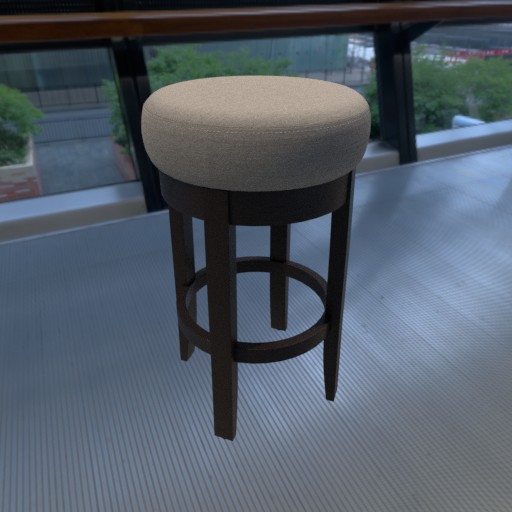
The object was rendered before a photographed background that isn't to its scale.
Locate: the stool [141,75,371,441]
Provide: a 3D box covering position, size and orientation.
[{"bbox_3d":[0.000,0.000,1.031,0.443,0.757,0.443,0,30,0],"label":"stool"}]
